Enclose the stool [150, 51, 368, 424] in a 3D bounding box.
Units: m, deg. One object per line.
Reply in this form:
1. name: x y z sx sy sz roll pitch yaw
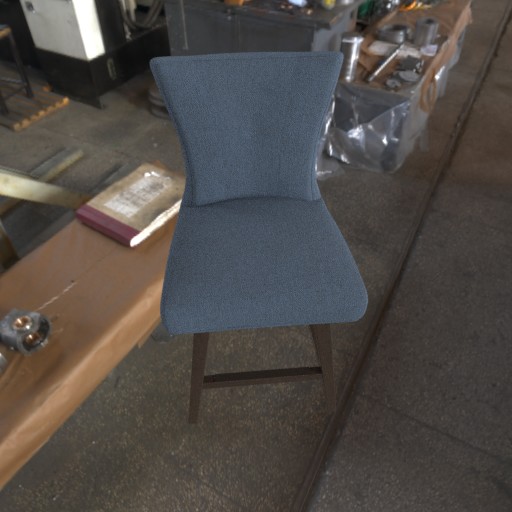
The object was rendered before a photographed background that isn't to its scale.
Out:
1. stool: 0.000 0.000 1.325 0.514 1.000 0.574 -4 45 -4
